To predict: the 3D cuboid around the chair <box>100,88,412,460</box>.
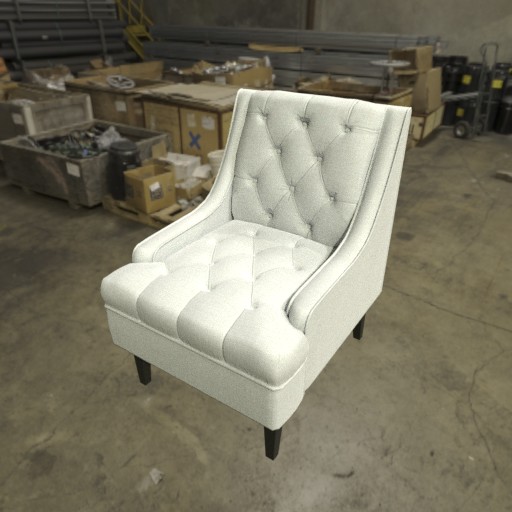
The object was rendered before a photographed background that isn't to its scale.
[{"bbox_3d":[0.000,0.000,1.423,0.658,0.891,0.772,18,34,29],"label":"chair"}]
